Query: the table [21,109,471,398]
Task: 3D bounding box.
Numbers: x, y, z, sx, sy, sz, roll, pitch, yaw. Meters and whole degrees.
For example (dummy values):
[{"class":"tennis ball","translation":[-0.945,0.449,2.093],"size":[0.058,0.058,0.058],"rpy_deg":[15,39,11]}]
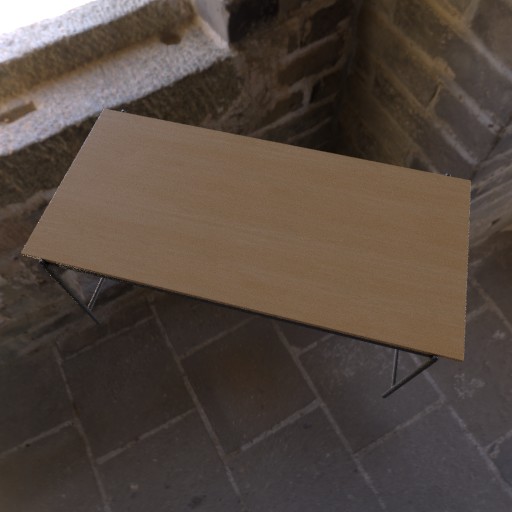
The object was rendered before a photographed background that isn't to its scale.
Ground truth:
[{"class":"table","translation":[0.000,0.000,2.265],"size":[1.800,0.758,0.900],"rpy_deg":[13,63,7]}]
